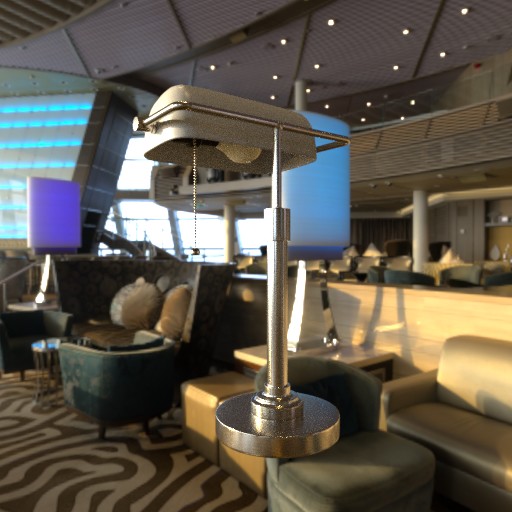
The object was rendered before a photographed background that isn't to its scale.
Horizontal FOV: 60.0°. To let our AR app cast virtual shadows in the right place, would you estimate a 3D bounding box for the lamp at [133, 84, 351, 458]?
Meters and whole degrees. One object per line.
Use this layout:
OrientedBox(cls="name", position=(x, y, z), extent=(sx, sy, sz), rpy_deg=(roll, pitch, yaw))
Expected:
OrientedBox(cls="lamp", position=(0.000, 0.000, 0.547), extent=(0.269, 0.404, 0.227), rpy_deg=(-1, 1, -36))
